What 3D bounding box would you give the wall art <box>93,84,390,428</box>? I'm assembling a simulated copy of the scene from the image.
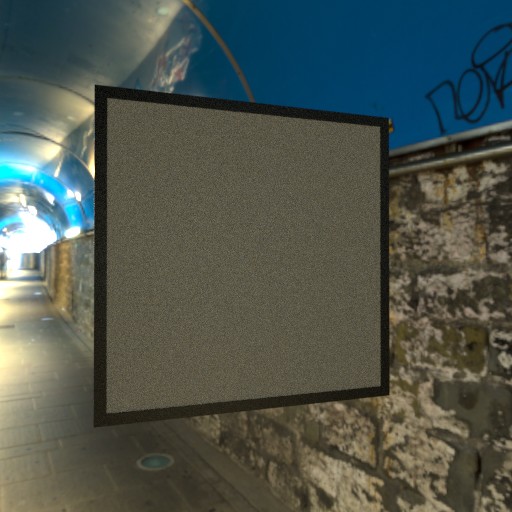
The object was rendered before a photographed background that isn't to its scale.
[{"bbox_3d":[0.000,0.000,1.175,0.807,0.807,0.022,0,0,-18],"label":"wall art"}]
